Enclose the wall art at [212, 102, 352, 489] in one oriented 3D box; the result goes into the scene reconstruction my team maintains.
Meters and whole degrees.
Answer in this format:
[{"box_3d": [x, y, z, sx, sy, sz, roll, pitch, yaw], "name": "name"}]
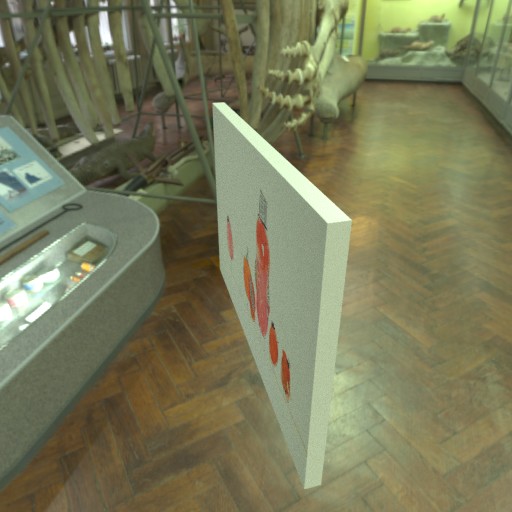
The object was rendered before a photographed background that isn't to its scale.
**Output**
[{"box_3d": [0.000, 0.000, 1.159, 0.038, 0.609, 0.914, -8, 30, -13], "name": "wall art"}]
